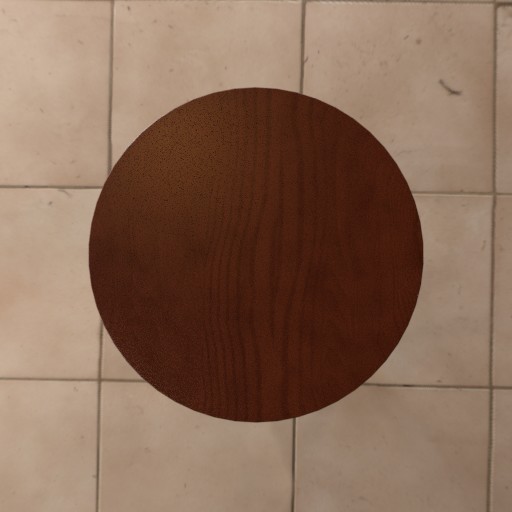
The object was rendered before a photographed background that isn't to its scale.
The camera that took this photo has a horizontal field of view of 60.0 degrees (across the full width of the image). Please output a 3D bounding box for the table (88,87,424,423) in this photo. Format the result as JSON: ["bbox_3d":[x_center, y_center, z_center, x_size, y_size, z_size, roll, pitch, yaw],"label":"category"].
[{"bbox_3d":[0.000,0.000,1.091,0.597,0.612,0.597,0,89,0],"label":"table"}]
